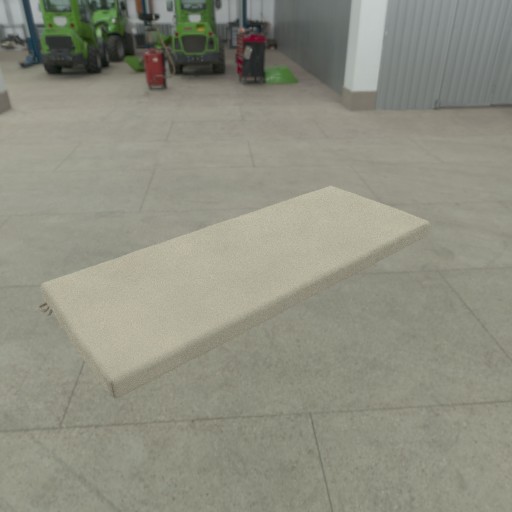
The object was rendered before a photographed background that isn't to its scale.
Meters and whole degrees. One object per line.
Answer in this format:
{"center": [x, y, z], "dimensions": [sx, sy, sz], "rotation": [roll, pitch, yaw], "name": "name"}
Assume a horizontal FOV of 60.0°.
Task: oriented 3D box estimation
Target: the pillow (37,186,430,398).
{"center": [0.000, 0.000, 1.355], "dimensions": [1.187, 0.081, 0.492], "rotation": [-22, 37, -34], "name": "pillow"}
